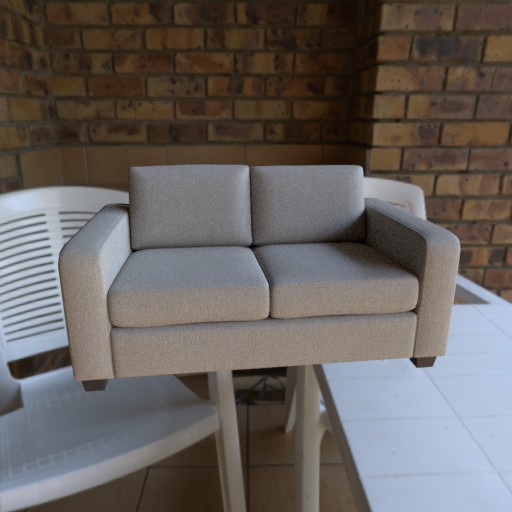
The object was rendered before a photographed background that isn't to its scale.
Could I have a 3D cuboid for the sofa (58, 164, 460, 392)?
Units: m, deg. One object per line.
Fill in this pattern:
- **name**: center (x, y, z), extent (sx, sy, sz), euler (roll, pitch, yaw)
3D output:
- **sofa**: center (0.000, 0.000, 2.101), extent (1.540, 0.800, 0.900), euler (-2, 18, -7)
